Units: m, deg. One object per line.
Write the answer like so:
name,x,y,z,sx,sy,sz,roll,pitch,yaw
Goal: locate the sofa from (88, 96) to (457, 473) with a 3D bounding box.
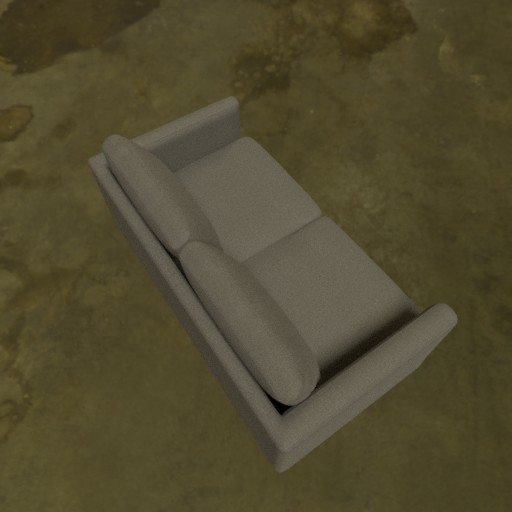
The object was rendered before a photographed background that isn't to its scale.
sofa,0.000,0.000,2.231,0.940,0.866,1.713,-30,63,-18
